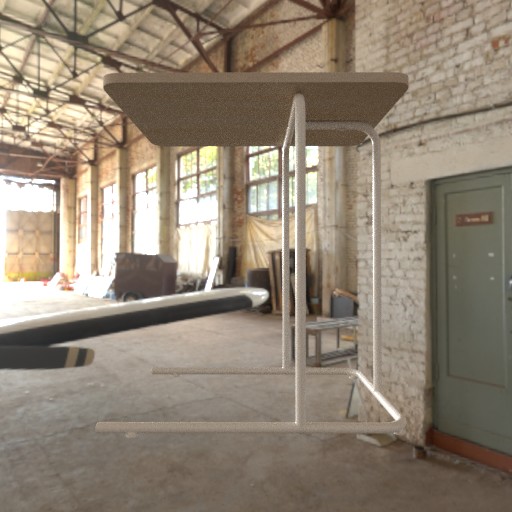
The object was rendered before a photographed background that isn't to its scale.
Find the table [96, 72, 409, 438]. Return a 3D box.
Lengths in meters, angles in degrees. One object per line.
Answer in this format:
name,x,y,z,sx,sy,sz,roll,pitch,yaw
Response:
table,0.000,0.000,0.851,0.480,0.550,0.370,0,-1,0
